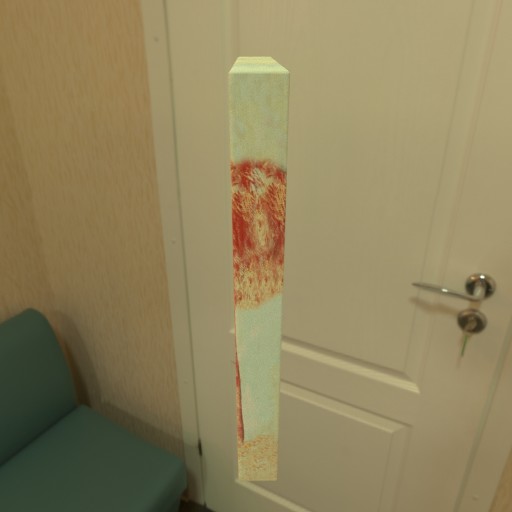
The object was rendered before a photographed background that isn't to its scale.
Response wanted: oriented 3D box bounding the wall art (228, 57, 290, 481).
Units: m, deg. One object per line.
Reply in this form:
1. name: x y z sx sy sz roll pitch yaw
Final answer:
1. wall art: 0.000 0.000 0.473 0.039 0.380 0.251 0 26 -1
